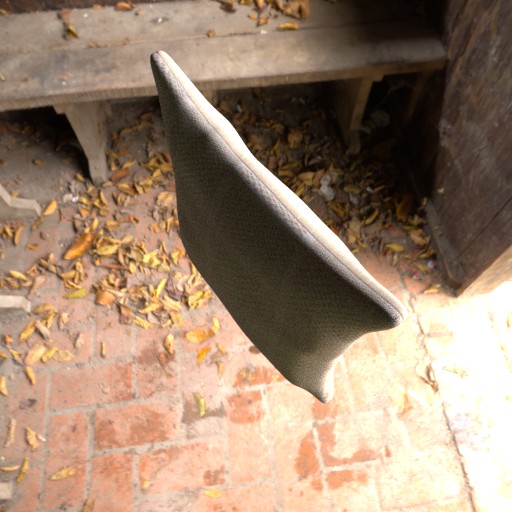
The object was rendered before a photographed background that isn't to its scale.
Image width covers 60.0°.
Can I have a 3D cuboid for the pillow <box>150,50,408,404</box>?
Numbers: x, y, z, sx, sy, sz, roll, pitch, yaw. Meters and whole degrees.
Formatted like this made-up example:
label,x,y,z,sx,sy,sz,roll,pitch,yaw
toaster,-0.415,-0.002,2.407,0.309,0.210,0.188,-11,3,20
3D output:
label,x,y,z,sx,sy,sz,roll,pitch,yaw
pillow,0.000,0.000,0.660,0.138,0.432,0.436,-33,67,-16
